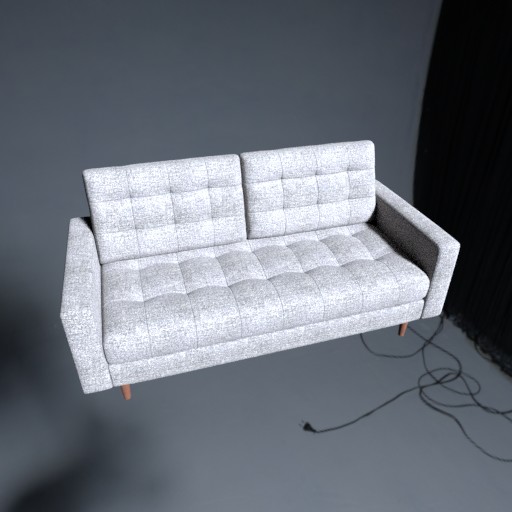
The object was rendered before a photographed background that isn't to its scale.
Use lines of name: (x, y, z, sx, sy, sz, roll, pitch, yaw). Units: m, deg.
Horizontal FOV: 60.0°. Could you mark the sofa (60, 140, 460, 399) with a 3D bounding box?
sofa: (0.000, 0.000, 2.320, 1.821, 0.902, 0.863, -9, 34, -14)
